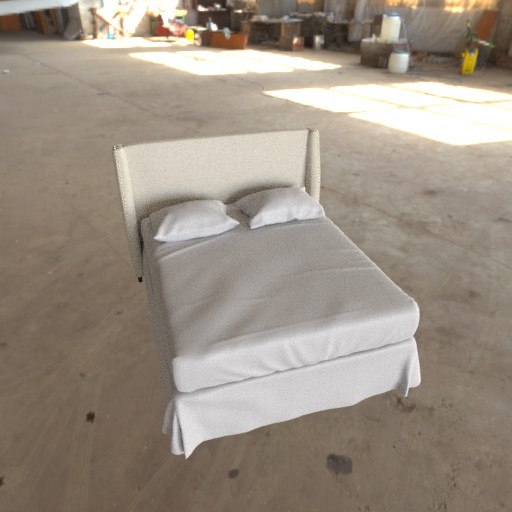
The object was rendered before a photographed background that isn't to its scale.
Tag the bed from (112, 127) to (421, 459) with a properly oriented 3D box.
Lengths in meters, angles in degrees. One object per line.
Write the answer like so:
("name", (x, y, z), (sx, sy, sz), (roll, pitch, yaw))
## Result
("bed", (0.000, 0.000, 3.501), (1.925, 1.332, 2.276), (-9, 33, -15))
